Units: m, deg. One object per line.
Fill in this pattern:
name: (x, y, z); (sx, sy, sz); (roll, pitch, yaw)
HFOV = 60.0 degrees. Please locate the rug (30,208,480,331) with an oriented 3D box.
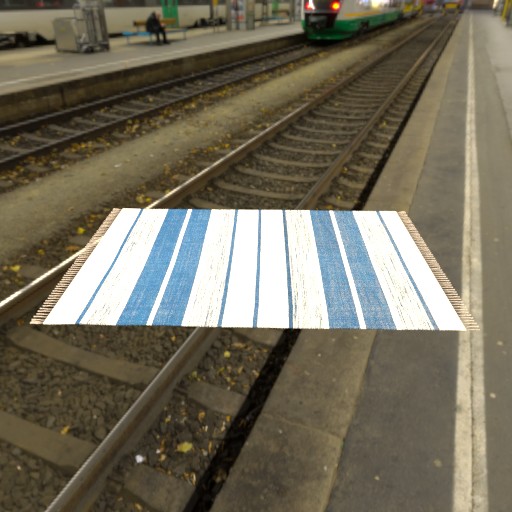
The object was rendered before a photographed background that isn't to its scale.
rug: (0.000, 0.000, 3.050); (2.441, 0.010, 1.532); (1, 30, 1)
